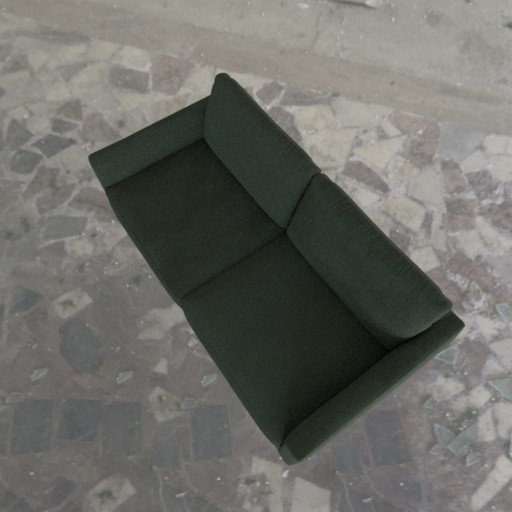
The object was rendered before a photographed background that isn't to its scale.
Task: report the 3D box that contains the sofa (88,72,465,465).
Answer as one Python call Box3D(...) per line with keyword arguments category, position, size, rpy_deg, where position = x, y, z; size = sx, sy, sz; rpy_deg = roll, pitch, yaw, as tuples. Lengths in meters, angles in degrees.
Box3D(category="sofa", position=(0.000, 0.000, 2.119), size=(0.875, 0.817, 1.676), rpy_deg=(-33, 67, -15))
